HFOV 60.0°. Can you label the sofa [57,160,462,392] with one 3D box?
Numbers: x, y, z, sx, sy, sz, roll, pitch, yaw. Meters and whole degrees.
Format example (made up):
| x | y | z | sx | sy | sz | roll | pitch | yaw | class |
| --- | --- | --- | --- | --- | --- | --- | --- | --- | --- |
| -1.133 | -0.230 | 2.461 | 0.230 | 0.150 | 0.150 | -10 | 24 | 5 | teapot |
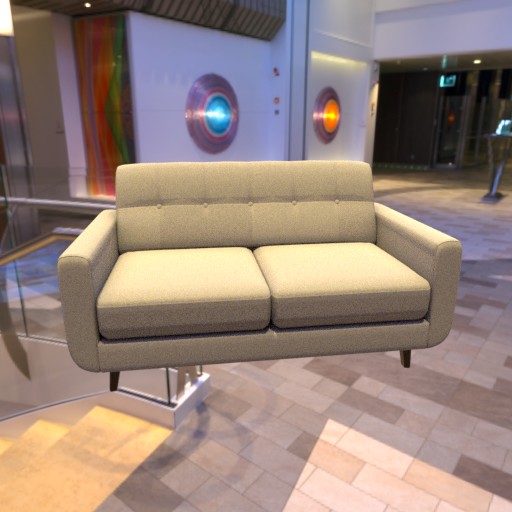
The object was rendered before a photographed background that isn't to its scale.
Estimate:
| x | y | z | sx | sy | sz | roll | pitch | yaw | class |
| --- | --- | --- | --- | --- | --- | --- | --- | --- | --- |
| 0.000 | 0.000 | 2.257 | 1.655 | 0.892 | 0.980 | -2 | 17 | -8 | sofa |
